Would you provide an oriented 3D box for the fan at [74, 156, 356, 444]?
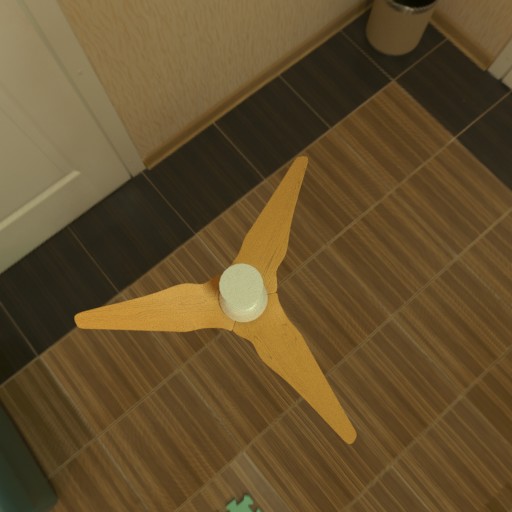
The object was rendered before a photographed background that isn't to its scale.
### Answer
[{"bbox_3d":[0.000,0.000,1.660,1.142,0.355,1.010,20,76,5],"label":"fan"}]
